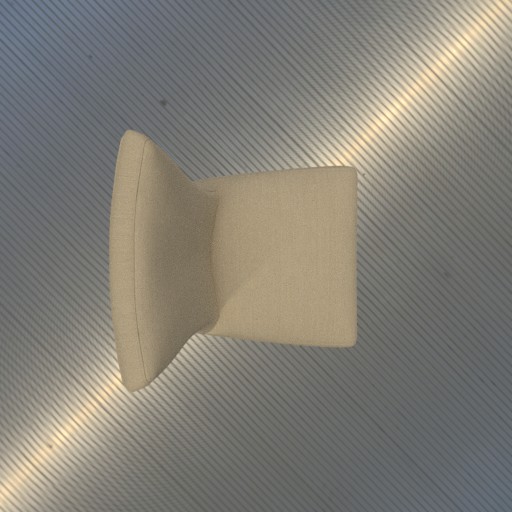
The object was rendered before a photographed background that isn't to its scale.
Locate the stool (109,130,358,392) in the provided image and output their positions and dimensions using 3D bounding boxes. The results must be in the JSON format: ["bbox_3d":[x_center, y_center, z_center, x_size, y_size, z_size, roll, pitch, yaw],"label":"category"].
[{"bbox_3d":[0.000,0.000,1.377,0.574,1.086,0.514,0,91,0],"label":"stool"}]
